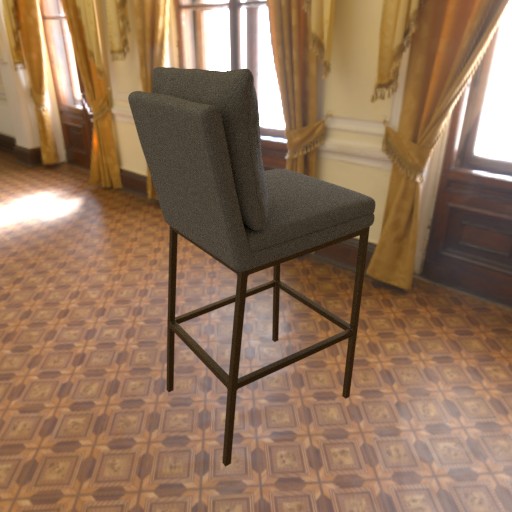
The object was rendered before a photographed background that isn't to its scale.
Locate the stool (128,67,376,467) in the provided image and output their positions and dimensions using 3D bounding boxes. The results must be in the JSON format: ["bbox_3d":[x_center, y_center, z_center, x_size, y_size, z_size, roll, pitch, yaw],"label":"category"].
[{"bbox_3d":[0.000,0.000,1.419,0.569,1.132,0.463,-17,31,-32],"label":"stool"}]
